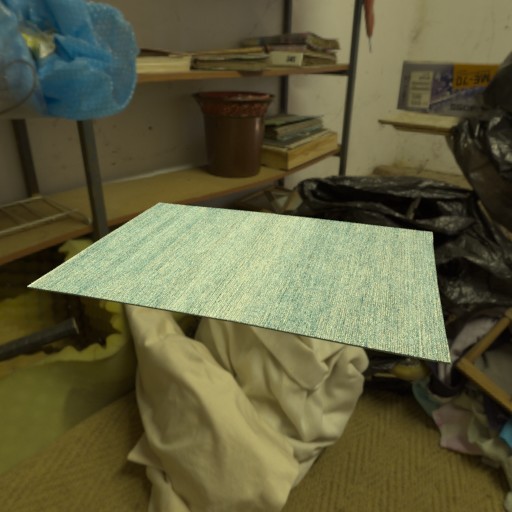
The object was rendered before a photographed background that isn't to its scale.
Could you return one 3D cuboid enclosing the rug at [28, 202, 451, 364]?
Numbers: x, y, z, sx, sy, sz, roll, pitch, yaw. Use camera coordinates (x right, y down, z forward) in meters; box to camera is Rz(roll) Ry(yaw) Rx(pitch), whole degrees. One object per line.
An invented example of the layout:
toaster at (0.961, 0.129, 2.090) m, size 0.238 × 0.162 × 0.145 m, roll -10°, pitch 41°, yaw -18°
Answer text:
rug at (0.000, 0.000, 5.213) m, size 4.078 × 0.052 × 2.802 m, roll 8°, pitch 27°, yaw 16°
